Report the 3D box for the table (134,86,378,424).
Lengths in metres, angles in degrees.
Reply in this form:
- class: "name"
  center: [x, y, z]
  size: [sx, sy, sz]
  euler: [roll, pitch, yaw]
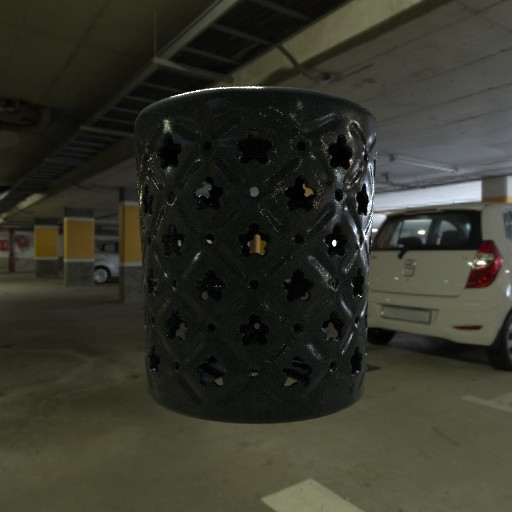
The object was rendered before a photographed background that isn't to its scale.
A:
- class: "table"
  center: [0.000, 0.000, 0.661]
  size: [0.352, 0.387, 0.352]
  euler: [0, 1, 0]
